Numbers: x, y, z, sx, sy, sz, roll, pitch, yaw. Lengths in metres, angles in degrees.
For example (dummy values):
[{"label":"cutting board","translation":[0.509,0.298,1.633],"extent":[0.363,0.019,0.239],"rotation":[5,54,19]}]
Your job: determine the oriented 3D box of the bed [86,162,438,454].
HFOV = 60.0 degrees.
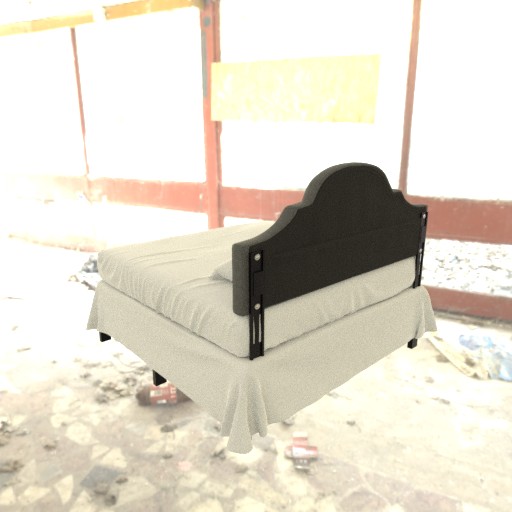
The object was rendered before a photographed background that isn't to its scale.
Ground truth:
[{"label":"bed","translation":[0.000,0.000,3.721],"extent":[2.303,1.631,2.222],"rotation":[-14,21,-40]}]
